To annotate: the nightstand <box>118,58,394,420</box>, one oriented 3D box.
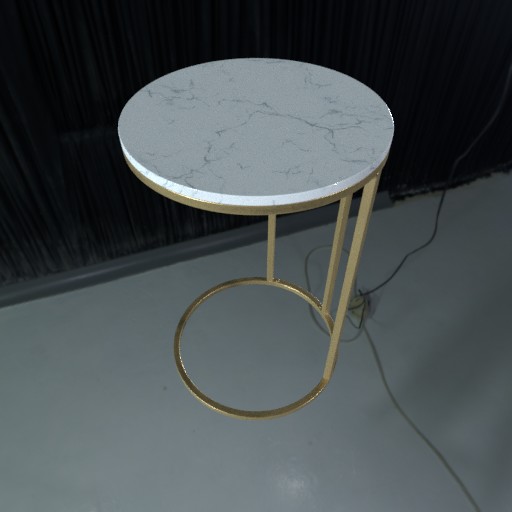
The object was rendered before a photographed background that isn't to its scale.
[{"bbox_3d":[0.000,0.000,0.876,0.400,0.610,0.400,-17,48,-16],"label":"nightstand"}]
